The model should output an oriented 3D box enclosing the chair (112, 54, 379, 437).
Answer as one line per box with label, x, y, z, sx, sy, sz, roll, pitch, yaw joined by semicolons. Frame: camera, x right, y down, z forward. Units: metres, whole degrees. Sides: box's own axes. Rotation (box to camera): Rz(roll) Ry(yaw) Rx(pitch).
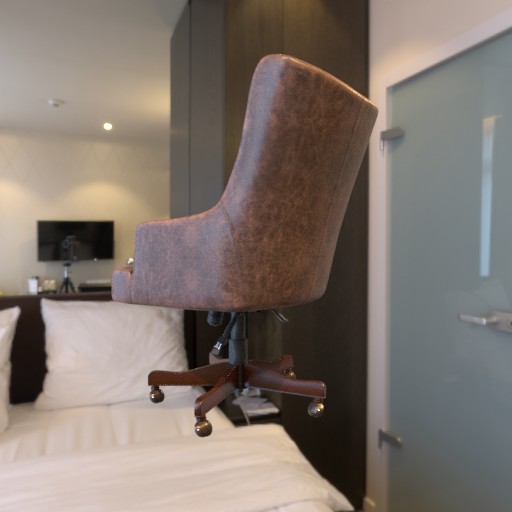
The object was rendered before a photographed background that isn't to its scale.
chair;0.000;0.000;1.498;0.762;1.035;0.641;1;2;37
